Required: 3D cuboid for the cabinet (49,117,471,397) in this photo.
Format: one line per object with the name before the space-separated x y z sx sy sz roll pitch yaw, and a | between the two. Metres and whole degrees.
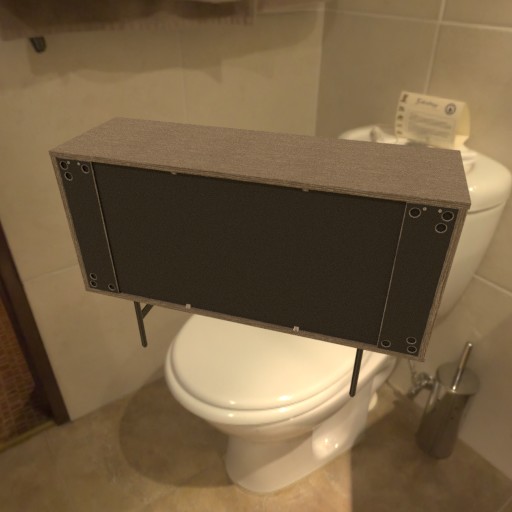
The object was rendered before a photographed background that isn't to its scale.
cabinet | 0.000 0.000 1.574 1.194 0.787 0.405 10 35 14
